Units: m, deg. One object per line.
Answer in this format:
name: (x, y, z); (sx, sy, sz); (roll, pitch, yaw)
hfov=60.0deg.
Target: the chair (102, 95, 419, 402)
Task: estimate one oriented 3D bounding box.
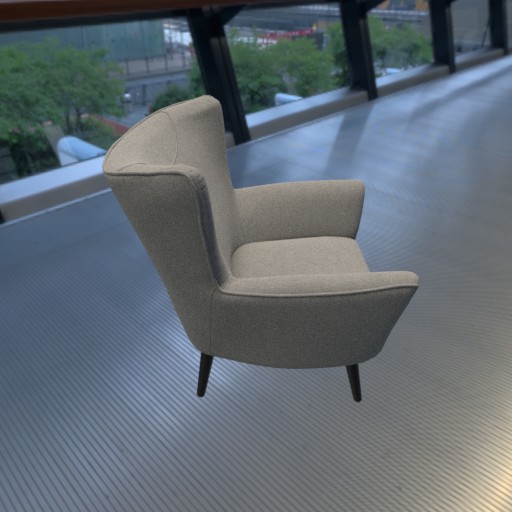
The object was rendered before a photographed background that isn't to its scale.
chair: (0.000, 0.000, 1.561); (0.888, 0.933, 0.781); (-1, 32, -1)
